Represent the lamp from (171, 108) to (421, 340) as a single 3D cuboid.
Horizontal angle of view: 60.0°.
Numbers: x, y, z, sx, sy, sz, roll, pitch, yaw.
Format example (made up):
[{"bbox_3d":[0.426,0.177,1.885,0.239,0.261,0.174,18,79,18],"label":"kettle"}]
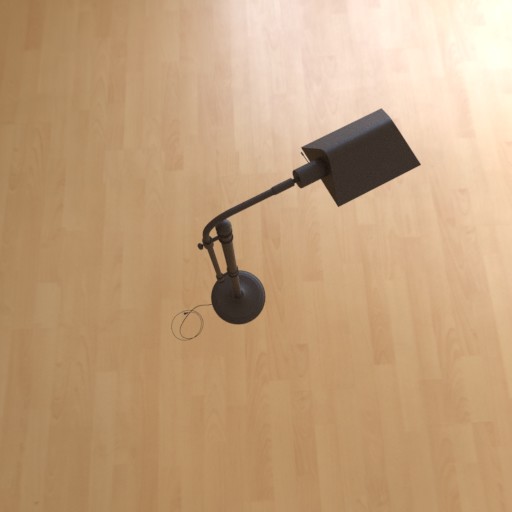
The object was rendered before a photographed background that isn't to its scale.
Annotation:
[{"bbox_3d":[0.000,0.000,0.970,0.545,0.708,0.159,-27,76,-7],"label":"lamp"}]
